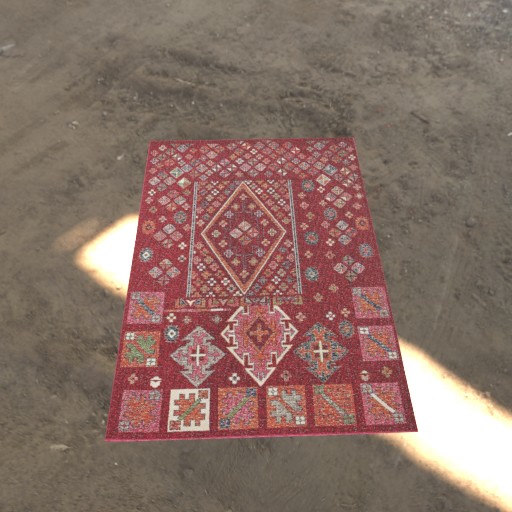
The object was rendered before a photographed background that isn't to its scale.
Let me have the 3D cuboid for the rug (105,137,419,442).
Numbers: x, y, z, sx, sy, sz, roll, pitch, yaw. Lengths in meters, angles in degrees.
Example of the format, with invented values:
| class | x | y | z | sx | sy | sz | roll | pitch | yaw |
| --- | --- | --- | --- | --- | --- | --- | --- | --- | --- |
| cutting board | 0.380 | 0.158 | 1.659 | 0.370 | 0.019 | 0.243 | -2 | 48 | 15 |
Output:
| class | x | y | z | sx | sy | sz | roll | pitch | yaw |
| --- | --- | --- | --- | --- | --- | --- | --- | --- | --- |
| rug | 0.000 | 0.000 | 4.281 | 2.389 | 0.011 | 3.306 | -1 | 56 | -1 |
